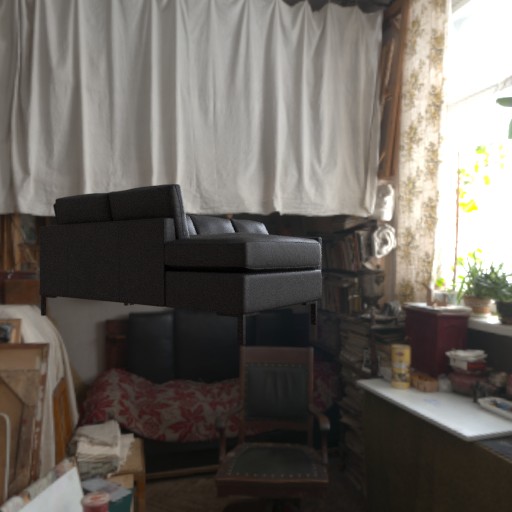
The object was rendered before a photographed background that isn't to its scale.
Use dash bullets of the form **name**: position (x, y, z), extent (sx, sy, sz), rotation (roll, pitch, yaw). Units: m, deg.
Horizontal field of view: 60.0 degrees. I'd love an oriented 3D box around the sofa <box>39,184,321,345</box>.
- **sofa**: position (0.000, 0.000, 3.943), extent (1.938, 0.877, 2.984), rotation (0, 0, 35)
